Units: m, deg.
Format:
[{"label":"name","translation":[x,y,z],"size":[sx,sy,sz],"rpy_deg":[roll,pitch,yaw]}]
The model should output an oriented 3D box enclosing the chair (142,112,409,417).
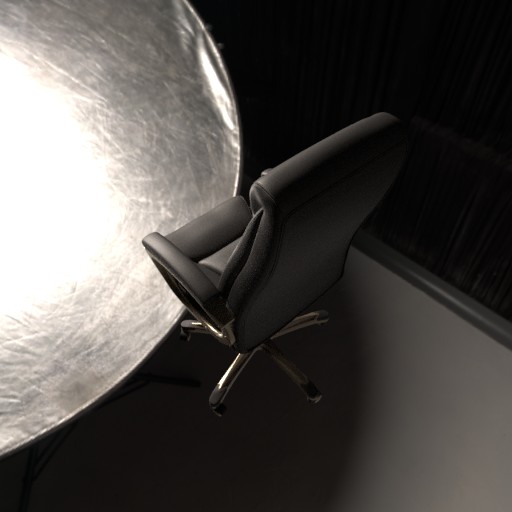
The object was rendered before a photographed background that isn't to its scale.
[{"label":"chair","translation":[0.000,0.000,1.605],"size":[0.694,1.188,0.748],"rpy_deg":[-34,54,-28]}]
